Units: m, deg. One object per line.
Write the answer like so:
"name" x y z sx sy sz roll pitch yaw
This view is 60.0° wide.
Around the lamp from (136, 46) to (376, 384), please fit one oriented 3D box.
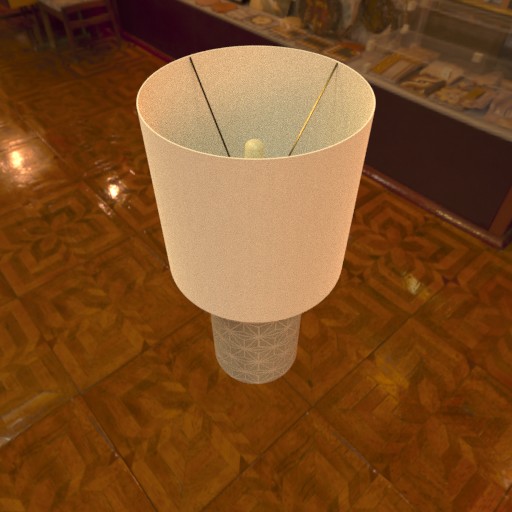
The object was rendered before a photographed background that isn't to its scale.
"lamp" 0.000 0.000 0.539 0.206 0.416 0.206 -31 54 -26
